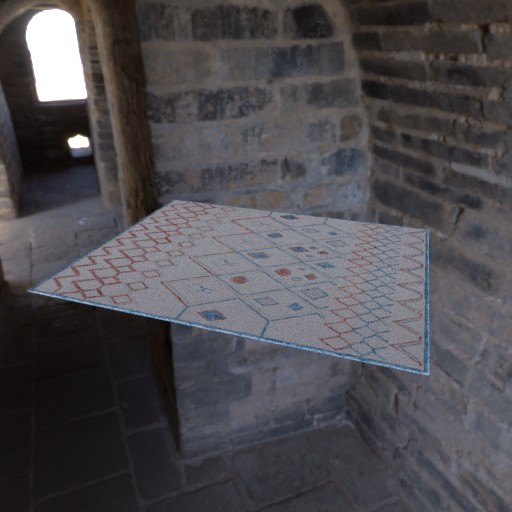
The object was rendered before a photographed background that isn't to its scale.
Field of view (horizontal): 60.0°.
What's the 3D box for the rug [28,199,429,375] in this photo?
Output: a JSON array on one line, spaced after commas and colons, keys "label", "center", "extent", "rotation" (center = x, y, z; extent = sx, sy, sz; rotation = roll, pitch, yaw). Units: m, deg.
[{"label": "rug", "center": [0.000, 0.000, 4.148], "extent": [3.050, 0.016, 2.441], "rotation": [9, 27, 17]}]
